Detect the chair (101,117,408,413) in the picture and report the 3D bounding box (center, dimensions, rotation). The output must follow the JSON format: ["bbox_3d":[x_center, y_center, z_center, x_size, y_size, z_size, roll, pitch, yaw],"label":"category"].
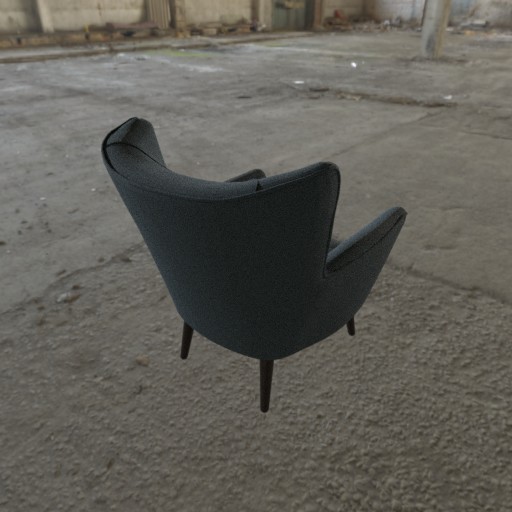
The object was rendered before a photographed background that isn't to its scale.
[{"bbox_3d":[0.000,0.000,1.600,0.781,0.933,0.888,22,37,34],"label":"chair"}]
